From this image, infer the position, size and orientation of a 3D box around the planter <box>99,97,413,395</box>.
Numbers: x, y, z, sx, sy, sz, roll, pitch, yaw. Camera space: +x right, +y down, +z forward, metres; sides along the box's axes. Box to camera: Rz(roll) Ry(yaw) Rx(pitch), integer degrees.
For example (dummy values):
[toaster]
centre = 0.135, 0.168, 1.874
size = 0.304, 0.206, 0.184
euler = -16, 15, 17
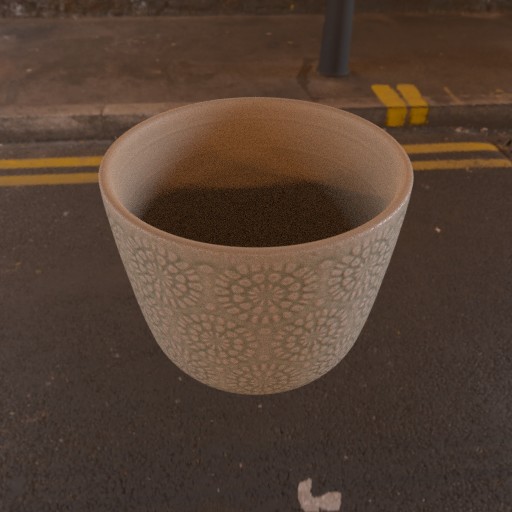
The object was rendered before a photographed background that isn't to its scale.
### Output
[planter]
centre = 0.000, 0.000, 0.215
size = 0.124, 0.109, 0.124
euler = 0, 41, 0
